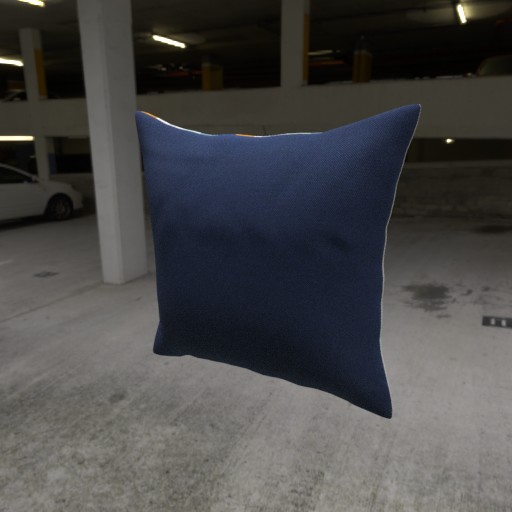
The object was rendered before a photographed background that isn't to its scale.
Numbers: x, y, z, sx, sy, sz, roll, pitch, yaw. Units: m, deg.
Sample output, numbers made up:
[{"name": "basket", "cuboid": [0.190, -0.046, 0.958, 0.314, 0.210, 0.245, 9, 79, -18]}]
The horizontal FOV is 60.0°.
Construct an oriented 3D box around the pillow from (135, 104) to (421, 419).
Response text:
[{"name": "pillow", "cuboid": [0.000, 0.000, 0.714, 0.463, 0.454, 0.173, 8, 17, 26]}]
